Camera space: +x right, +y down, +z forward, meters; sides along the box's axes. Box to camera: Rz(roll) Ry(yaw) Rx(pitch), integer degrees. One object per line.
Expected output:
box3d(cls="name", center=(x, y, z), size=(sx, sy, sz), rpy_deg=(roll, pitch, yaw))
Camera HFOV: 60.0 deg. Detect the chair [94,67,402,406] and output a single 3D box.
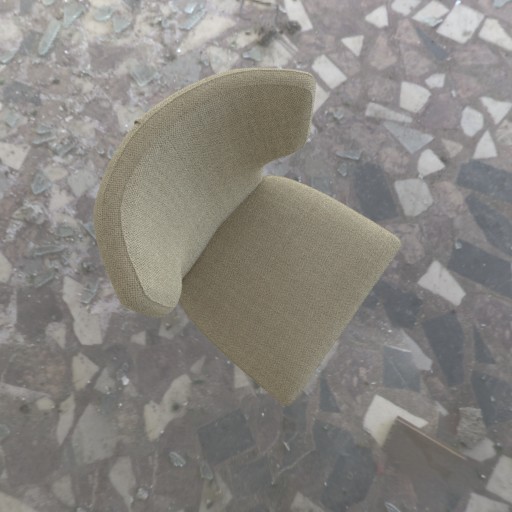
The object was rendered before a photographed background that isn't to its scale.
box3d(cls="chair", center=(0.000, 0.000, 1.230), size=(0.617, 0.824, 0.611), rpy_deg=(36, 78, 9))
